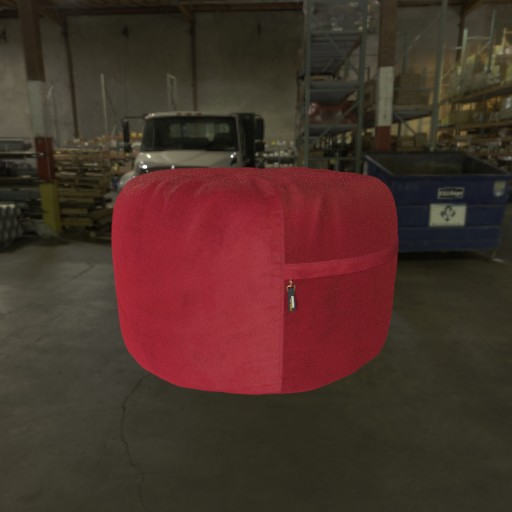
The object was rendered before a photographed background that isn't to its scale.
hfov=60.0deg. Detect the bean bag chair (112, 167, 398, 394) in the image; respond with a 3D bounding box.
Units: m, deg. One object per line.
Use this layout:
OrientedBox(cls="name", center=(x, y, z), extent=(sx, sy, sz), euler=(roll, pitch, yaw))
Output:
OrientedBox(cls="bean bag chair", center=(0.000, 0.000, 1.983), extent=(1.219, 0.762, 1.219), euler=(0, 14, 0))
